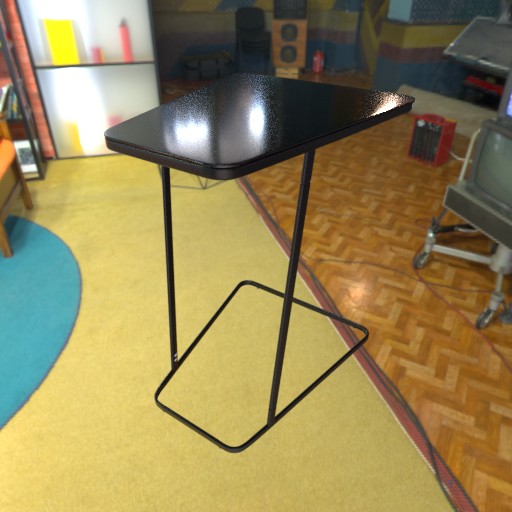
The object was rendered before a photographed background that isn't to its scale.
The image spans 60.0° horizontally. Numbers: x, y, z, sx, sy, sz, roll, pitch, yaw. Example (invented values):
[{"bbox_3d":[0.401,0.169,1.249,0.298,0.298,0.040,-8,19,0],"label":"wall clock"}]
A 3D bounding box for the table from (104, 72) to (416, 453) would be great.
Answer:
[{"bbox_3d":[0.000,0.000,0.955,0.427,0.624,0.500,20,39,28],"label":"table"}]
